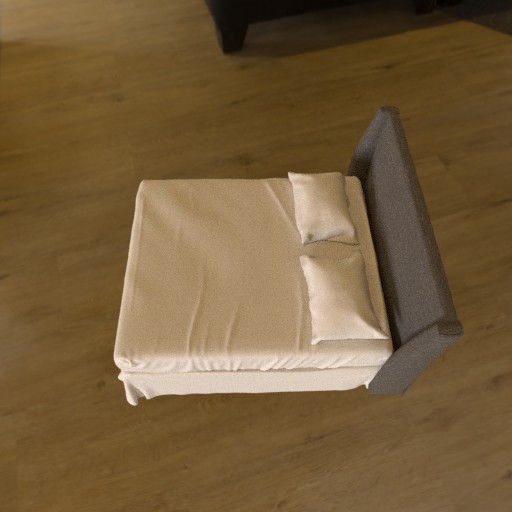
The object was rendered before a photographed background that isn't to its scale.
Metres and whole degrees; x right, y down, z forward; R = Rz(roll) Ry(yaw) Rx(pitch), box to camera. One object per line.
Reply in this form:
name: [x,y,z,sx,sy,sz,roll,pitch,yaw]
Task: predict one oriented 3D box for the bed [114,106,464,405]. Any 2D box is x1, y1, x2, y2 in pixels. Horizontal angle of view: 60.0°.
bed: [0.000,0.000,3.470,2.276,1.332,1.925,-1,58,-1]
